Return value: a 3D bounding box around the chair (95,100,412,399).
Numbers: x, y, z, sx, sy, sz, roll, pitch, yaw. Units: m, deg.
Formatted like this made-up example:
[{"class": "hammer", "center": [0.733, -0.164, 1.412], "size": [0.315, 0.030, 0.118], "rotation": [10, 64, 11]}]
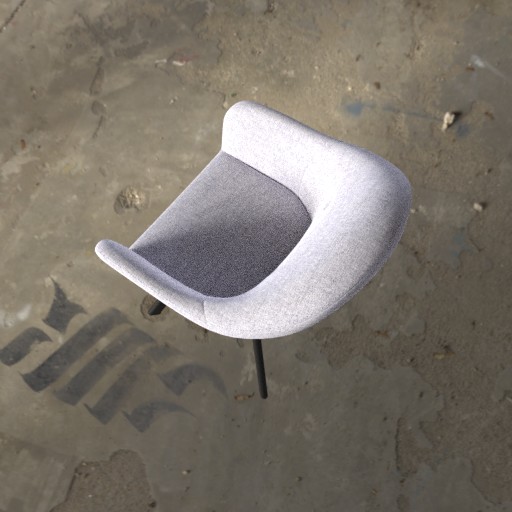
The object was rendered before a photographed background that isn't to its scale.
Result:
[{"class": "chair", "center": [0.000, 0.000, 1.143], "size": [0.570, 0.780, 0.540], "rotation": [33, 68, 15]}]
